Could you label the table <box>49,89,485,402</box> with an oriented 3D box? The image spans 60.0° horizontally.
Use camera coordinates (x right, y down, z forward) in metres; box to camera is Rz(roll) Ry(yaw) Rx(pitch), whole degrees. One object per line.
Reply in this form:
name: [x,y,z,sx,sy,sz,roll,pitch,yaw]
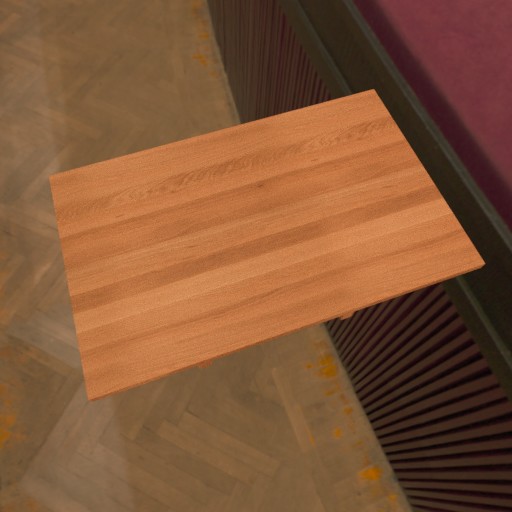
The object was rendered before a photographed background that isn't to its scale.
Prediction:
table: [0.000,0.000,1.520,1.100,0.510,0.700,-17,65,-8]
